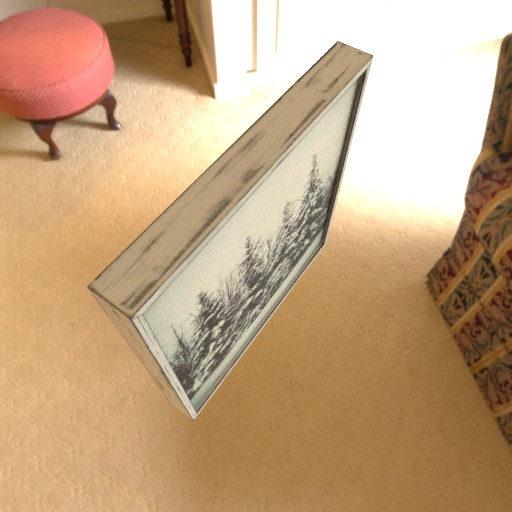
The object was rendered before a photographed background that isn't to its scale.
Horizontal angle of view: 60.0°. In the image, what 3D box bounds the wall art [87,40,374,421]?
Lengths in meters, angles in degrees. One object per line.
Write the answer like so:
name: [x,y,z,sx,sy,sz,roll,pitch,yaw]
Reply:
wall art: [0.000,0.000,0.458,0.036,0.303,0.303,31,64,17]
